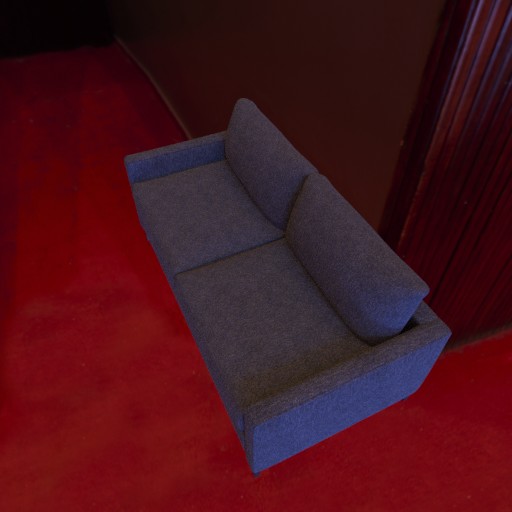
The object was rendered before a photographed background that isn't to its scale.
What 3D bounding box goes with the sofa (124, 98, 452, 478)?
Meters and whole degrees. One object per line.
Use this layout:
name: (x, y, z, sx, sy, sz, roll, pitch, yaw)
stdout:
sofa: (0.000, 0.000, 2.212, 0.866, 0.862, 1.716, -19, 50, -17)
